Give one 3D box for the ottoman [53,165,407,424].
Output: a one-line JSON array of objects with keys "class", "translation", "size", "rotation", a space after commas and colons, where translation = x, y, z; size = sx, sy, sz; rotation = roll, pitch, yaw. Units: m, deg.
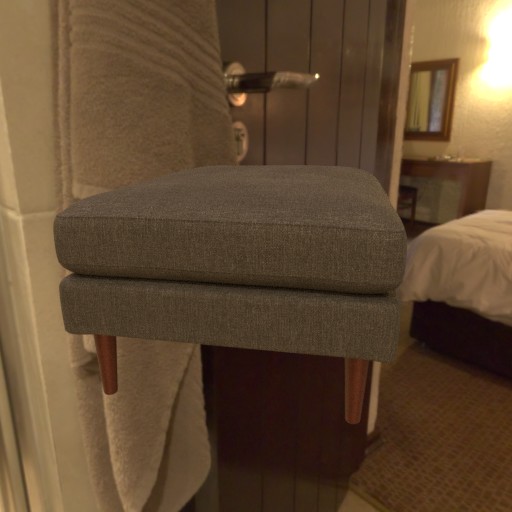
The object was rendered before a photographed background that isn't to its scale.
[{"class": "ottoman", "translation": [0.000, 0.000, 1.242], "size": [0.693, 0.474, 0.821], "rotation": [3, 17, 10]}]
